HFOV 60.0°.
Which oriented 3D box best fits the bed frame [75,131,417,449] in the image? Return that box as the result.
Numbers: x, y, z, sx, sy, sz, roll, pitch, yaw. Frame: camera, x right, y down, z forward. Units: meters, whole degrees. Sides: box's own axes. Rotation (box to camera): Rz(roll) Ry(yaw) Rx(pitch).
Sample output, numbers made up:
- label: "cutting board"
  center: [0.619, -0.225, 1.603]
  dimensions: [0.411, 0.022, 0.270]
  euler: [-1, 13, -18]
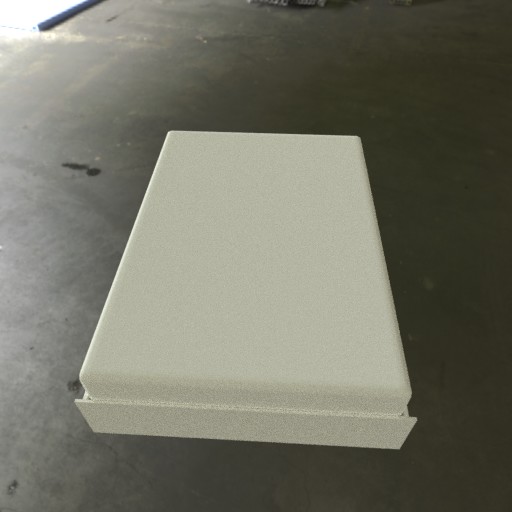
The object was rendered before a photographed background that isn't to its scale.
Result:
- label: "bed frame"
  center: [0.000, 0.000, 2.587]
  dimensions: [1.445, 0.497, 1.945]
  euler: [2, 46, 2]
